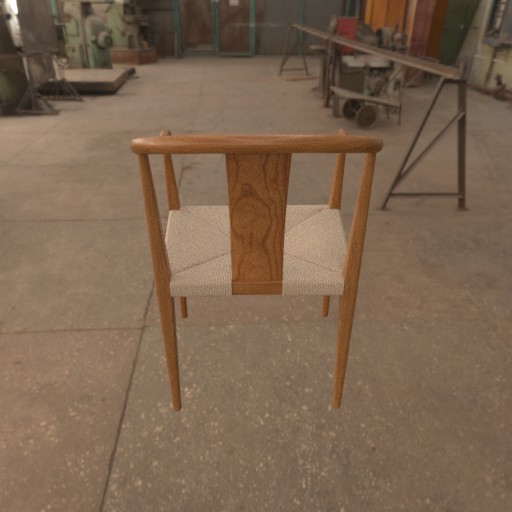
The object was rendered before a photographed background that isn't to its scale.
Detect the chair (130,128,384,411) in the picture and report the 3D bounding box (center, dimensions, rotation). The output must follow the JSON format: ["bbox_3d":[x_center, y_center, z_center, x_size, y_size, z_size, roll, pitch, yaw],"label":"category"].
[{"bbox_3d":[0.000,0.000,1.202,0.556,0.800,0.579,-1,30,-1],"label":"chair"}]
